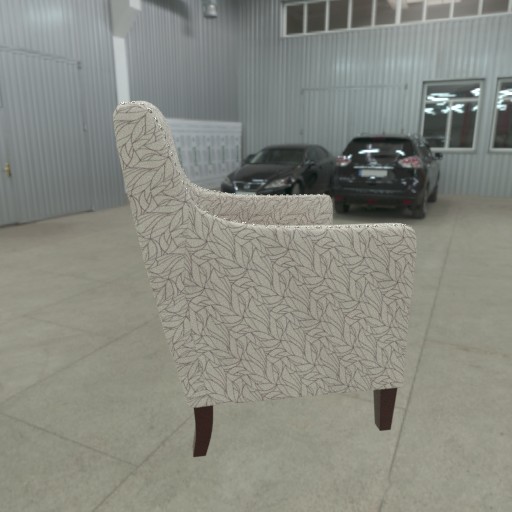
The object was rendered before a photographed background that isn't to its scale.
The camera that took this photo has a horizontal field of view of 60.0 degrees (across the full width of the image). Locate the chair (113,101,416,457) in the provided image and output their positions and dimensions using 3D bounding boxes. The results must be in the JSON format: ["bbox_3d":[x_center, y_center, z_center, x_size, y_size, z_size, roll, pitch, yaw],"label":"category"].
[{"bbox_3d":[0.000,0.000,1.269,0.651,0.816,0.623,-2,15,-9],"label":"chair"}]
